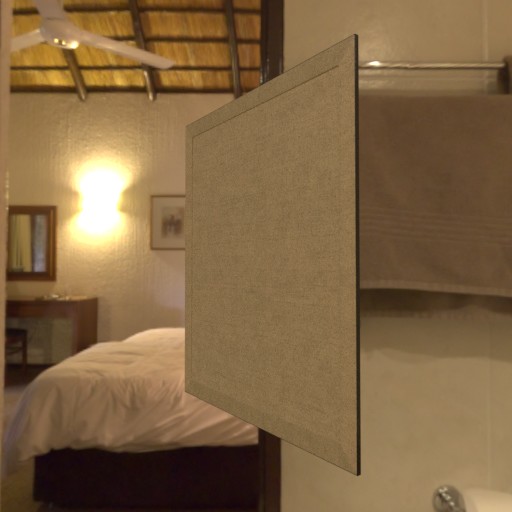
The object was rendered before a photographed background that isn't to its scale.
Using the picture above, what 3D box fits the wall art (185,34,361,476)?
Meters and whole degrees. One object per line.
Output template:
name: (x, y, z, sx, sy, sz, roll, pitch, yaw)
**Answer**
wall art: (0.000, 0.000, 0.617, 0.023, 0.457, 0.381, 1, -2, -36)
